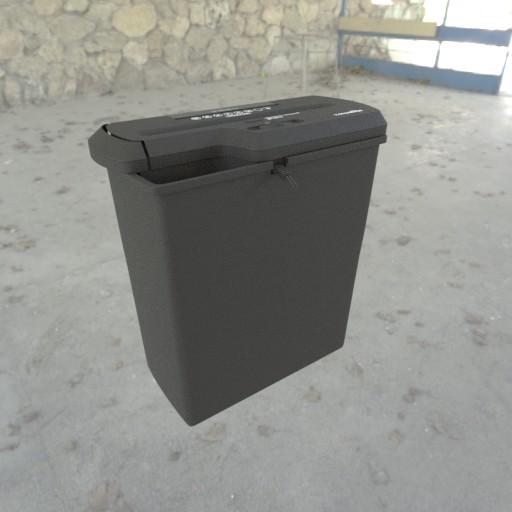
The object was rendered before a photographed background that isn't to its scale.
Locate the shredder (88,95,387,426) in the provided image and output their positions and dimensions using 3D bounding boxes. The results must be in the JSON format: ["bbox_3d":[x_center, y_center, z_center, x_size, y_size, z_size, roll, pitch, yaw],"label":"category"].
[{"bbox_3d":[0.000,0.000,0.536,0.320,0.335,0.170,-19,35,-30],"label":"shredder"}]
